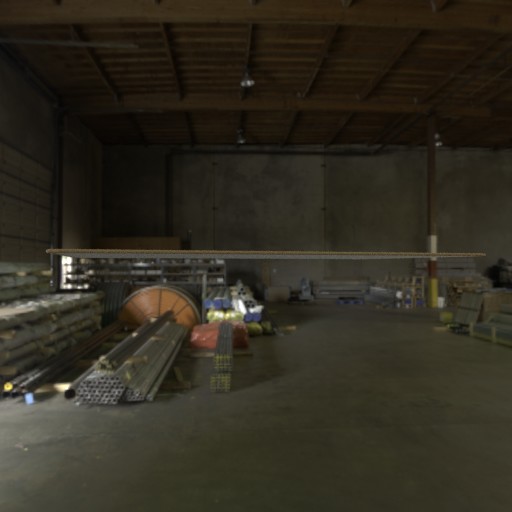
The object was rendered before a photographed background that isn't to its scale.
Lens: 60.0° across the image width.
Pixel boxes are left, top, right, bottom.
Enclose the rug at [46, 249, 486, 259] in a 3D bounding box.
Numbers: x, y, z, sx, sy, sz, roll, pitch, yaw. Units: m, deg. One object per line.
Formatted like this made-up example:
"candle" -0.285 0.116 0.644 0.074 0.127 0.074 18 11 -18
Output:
"rug" 0.000 0.000 2.083 1.667 0.013 1.062 0 -1 -18
